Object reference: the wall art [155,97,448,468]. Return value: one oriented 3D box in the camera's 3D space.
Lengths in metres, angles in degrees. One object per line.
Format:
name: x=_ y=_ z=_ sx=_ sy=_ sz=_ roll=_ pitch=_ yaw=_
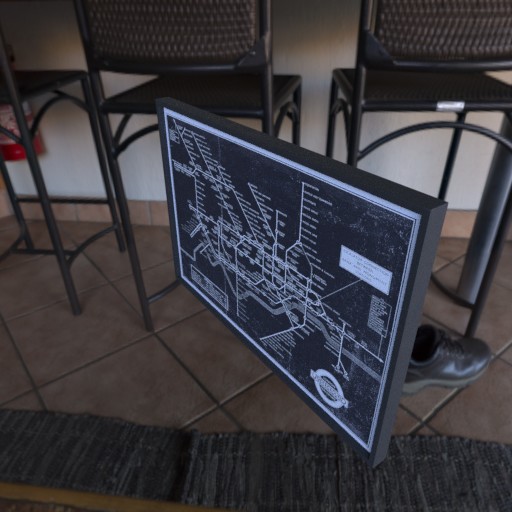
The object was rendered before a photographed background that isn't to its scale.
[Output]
wall art: x=0.000 y=0.000 z=0.547 sx=0.021 sy=0.301 sz=0.443 roll=-21 pitch=37 yaw=-30
